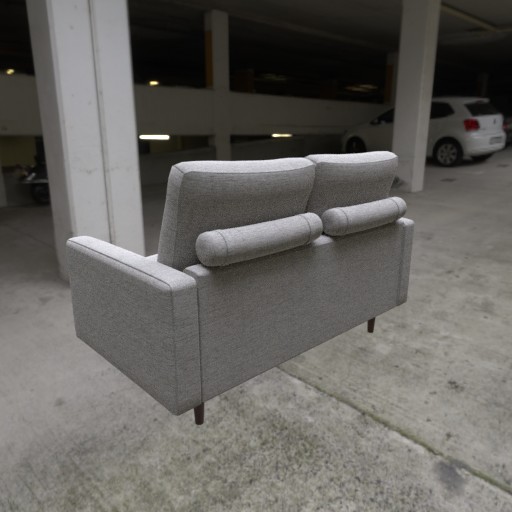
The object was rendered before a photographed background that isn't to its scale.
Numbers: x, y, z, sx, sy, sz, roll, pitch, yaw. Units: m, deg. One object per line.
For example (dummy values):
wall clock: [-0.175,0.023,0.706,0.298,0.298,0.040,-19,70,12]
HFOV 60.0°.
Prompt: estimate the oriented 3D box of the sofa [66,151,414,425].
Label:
sofa: [0.000,0.000,2.004,1.407,0.907,0.842,-14,21,-41]
